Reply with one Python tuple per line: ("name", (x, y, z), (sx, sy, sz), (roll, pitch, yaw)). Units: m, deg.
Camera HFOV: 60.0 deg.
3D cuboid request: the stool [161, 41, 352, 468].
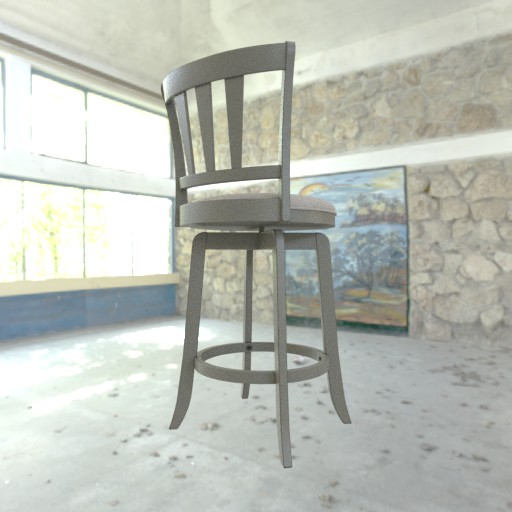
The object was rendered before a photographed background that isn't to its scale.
("stool", (0.000, 0.000, 1.275), (0.450, 0.994, 0.486), (0, 0, 36))
